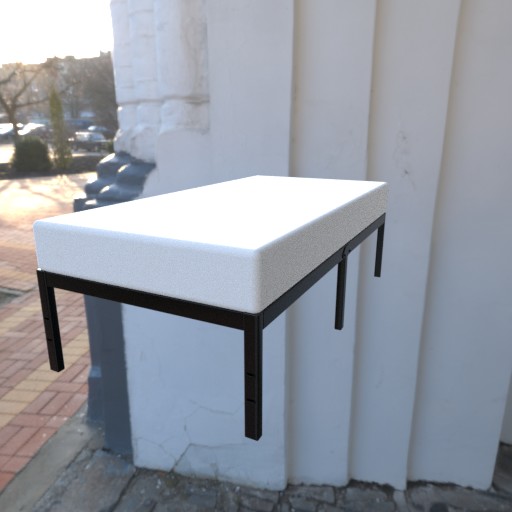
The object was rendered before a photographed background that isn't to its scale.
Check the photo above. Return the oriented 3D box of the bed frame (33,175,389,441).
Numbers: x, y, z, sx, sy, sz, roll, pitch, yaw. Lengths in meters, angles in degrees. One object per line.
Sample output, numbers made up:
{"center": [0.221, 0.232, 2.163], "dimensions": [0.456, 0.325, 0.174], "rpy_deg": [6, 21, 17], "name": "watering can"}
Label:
{"center": [0.000, 0.000, 2.437], "dimensions": [1.023, 0.659, 1.950], "rpy_deg": [8, 18, 26], "name": "bed frame"}
